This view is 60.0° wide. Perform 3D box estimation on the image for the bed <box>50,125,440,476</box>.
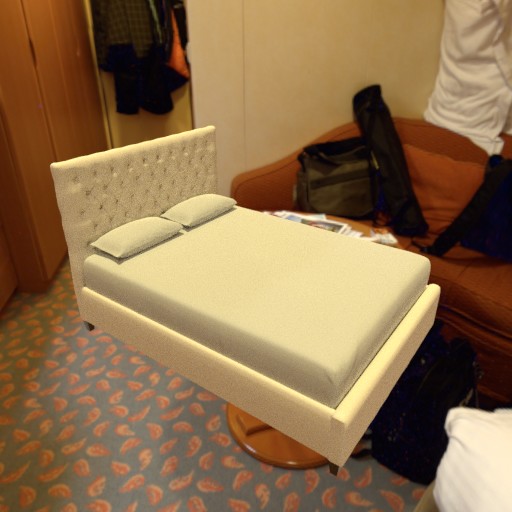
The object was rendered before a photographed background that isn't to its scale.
[{"bbox_3d":[0.000,0.000,3.373,2.387,1.427,1.698,19,33,32],"label":"bed"}]
